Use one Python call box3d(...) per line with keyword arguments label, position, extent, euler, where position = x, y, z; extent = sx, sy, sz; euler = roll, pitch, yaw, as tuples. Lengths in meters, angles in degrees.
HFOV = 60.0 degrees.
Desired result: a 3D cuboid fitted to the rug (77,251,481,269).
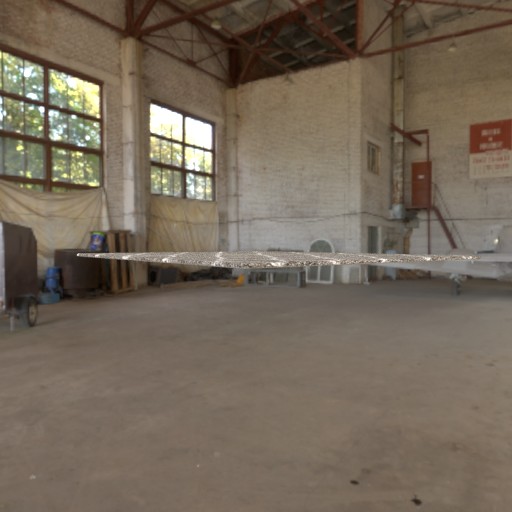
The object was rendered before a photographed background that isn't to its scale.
box3d(label="rug", position=(0.000, 0.000, 4.177), extent=(2.438, 0.029, 3.047), euler=(-1, 2, -37))
